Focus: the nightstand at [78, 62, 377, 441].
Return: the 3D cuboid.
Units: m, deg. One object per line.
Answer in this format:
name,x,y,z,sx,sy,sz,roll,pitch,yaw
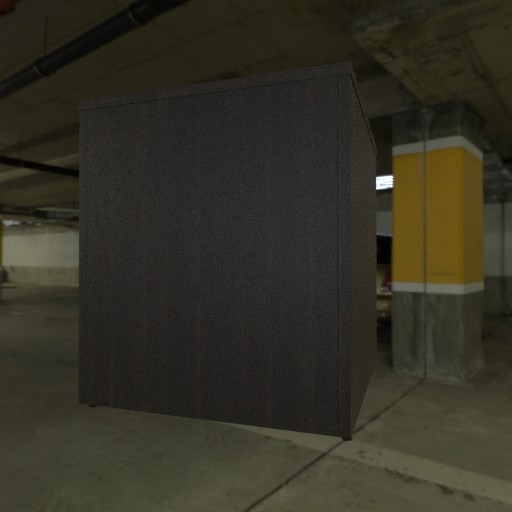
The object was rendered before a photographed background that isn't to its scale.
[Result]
nightstand,0.000,0.000,0.811,0.400,0.460,0.461,0,-1,19
